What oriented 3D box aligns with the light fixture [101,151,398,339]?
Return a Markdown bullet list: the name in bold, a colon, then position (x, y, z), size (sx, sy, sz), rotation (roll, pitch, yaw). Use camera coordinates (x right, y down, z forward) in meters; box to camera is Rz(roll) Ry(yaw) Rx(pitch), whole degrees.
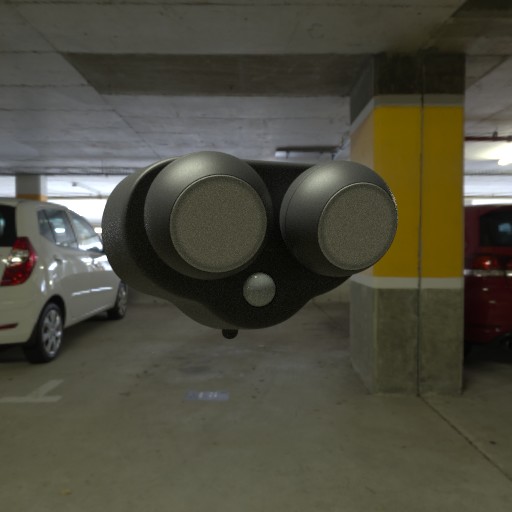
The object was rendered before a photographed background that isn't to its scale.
- **light fixture**: position (0.000, 0.000, 0.345), size (0.229, 0.159, 0.159), rotation (0, 1, -19)
